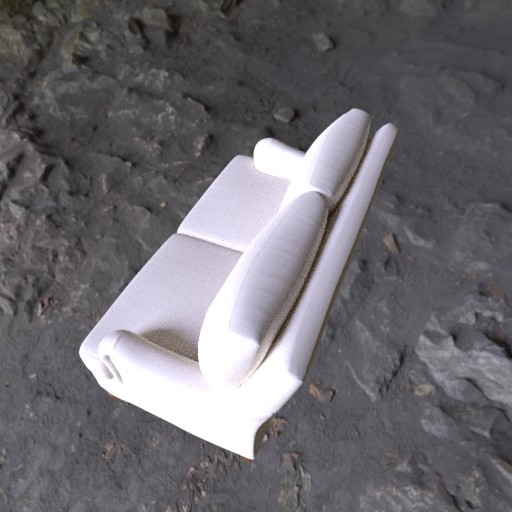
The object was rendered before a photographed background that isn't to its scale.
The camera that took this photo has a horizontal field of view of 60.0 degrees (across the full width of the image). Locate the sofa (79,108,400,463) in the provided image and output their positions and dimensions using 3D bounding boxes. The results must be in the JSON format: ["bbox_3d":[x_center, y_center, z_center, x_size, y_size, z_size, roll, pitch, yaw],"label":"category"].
[{"bbox_3d":[0.000,0.000,2.473,1.084,1.101,1.853,17,48,16],"label":"sofa"}]
